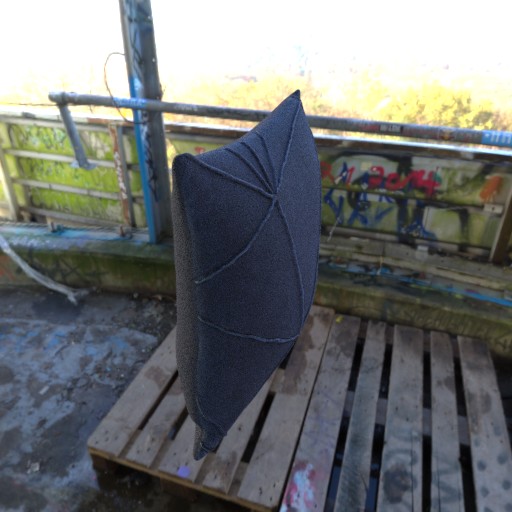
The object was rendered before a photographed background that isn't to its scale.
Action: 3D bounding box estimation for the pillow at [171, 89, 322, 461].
[{"bbox_3d":[0.000,0.000,0.691,0.183,0.440,0.439,11,32,18],"label":"pillow"}]
